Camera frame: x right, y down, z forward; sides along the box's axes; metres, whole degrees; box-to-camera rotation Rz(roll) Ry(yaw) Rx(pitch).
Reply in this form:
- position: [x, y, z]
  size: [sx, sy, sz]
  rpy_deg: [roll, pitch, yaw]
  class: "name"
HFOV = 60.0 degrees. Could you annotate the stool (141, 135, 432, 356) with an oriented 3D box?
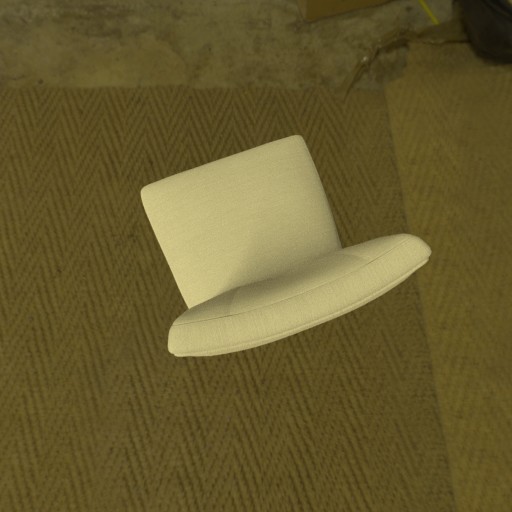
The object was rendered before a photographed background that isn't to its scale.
- position: [0.000, 0.000, 1.315]
  size: [0.514, 1.000, 0.574]
  rpy_deg: [-20, 74, -6]
  class: "stool"
